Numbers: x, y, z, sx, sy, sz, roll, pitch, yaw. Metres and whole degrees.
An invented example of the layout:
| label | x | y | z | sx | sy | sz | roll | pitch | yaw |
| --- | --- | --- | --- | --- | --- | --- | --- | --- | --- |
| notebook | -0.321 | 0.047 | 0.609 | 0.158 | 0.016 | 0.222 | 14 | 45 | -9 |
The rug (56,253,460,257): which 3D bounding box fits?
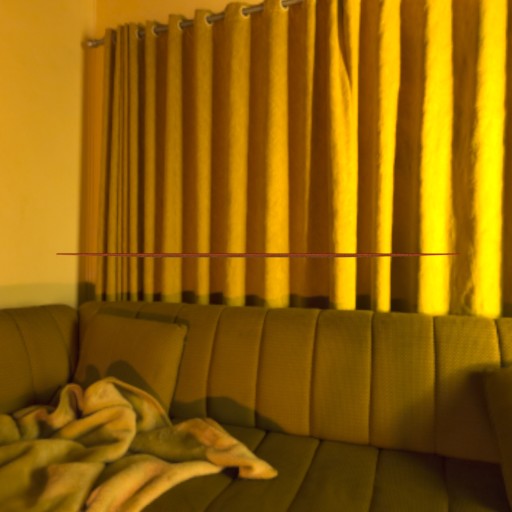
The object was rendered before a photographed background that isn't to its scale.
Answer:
| label | x | y | z | sx | sy | sz | roll | pitch | yaw |
| --- | --- | --- | --- | --- | --- | --- | --- | --- | --- |
| rug | 0.000 | 0.000 | 3.981 | 2.300 | 0.012 | 2.929 | 0 | 0 | -1 |
